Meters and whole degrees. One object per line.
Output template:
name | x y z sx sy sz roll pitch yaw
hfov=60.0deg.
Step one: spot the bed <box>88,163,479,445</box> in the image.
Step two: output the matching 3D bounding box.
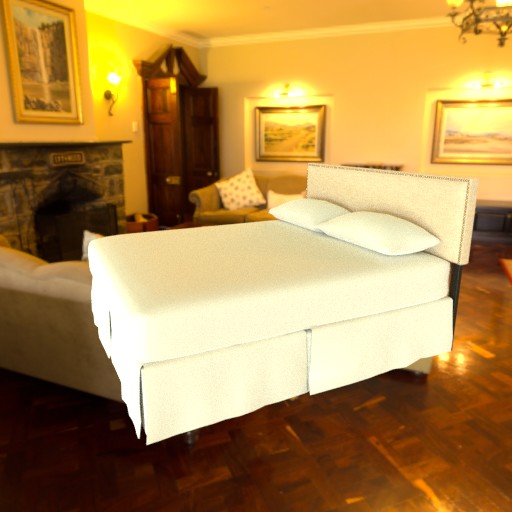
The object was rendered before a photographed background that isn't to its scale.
bed | 0.000 0.000 2.772 1.876 1.016 1.616 -7 17 -26
